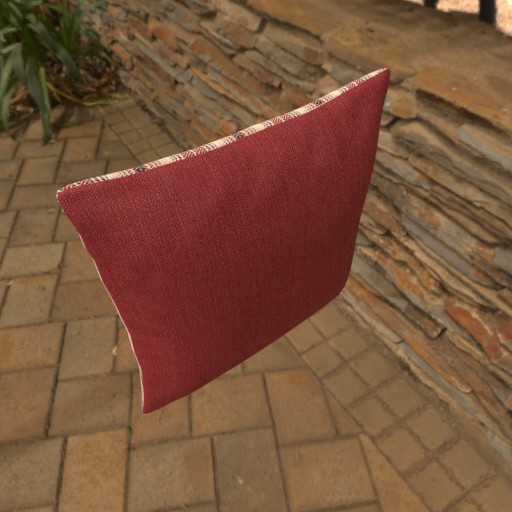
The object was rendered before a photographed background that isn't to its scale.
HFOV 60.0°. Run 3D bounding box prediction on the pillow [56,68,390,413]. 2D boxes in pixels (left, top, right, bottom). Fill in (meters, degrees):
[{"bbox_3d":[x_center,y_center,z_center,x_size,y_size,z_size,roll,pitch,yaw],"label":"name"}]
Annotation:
[{"bbox_3d":[0.000,0.000,0.730,0.513,0.497,0.166,-29,51,-26],"label":"pillow"}]
